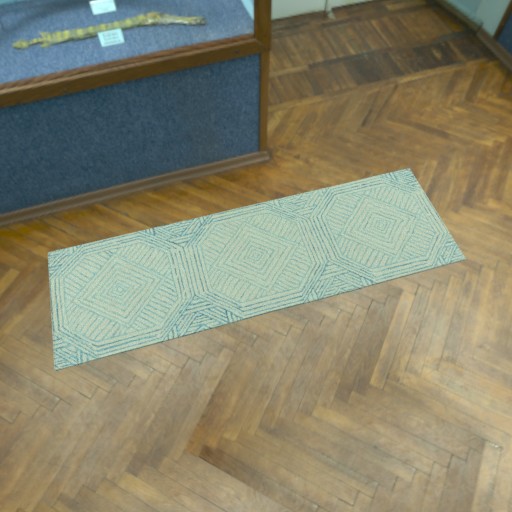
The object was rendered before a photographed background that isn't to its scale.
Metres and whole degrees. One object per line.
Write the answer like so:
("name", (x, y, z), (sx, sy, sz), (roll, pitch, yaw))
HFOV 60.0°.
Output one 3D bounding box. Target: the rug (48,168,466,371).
("rug", (0.000, 0.000, 2.722), (2.452, 0.012, 0.775), (-14, 60, -8))
